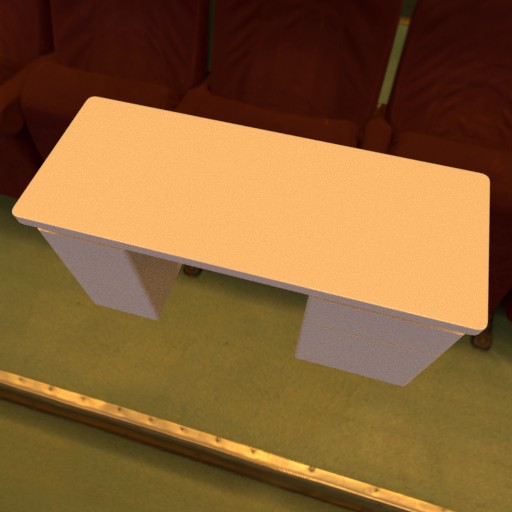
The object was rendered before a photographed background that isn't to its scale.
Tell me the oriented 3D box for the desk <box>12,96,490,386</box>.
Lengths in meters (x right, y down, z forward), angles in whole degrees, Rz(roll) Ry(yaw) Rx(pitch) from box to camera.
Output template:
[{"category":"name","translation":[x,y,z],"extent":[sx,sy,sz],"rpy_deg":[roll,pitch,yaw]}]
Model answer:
[{"category":"desk","translation":[0.000,0.000,1.706],"extent":[1.400,0.762,0.550],"rpy_deg":[13,61,8]}]
